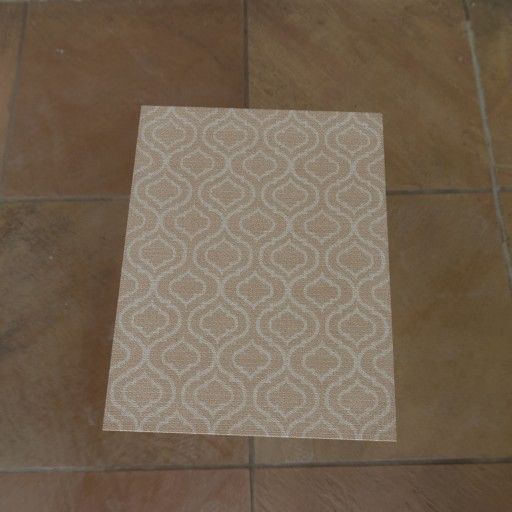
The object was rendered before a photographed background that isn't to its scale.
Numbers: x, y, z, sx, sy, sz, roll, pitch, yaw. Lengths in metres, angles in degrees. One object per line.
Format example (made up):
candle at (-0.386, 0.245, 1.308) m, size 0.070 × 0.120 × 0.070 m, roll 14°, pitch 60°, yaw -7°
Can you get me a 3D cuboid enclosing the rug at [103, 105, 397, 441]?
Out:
rug at (0.000, 0.000, 3.824) m, size 2.286 × 0.013 × 2.894 m, roll 2°, pitch 75°, yaw 1°
